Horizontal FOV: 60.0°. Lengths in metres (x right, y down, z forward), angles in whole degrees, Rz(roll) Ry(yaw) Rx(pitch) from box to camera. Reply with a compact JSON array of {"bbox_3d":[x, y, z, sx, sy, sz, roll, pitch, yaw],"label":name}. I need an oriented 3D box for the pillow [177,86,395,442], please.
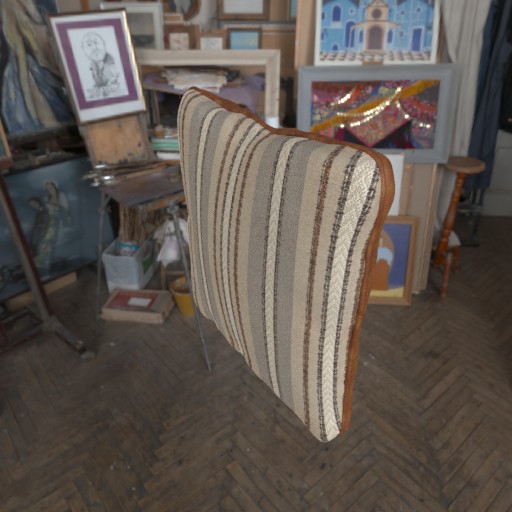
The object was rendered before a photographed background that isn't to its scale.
[{"bbox_3d":[0.000,0.000,0.762,0.130,0.490,0.489,-19,37,-28],"label":"pillow"}]
